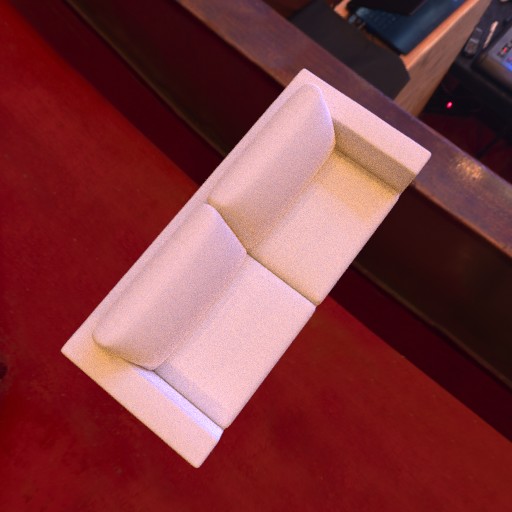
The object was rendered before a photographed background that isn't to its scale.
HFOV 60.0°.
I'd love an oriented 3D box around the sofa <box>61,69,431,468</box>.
[{"bbox_3d":[0.000,0.000,2.631,0.954,0.881,2.163,37,79,8],"label":"sofa"}]
